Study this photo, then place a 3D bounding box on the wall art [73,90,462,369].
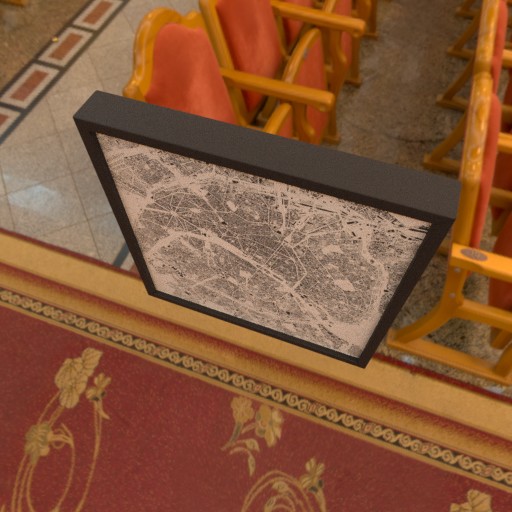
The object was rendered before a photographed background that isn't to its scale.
[{"bbox_3d":[0.000,0.000,0.467,0.305,0.305,0.037,17,58,11],"label":"wall art"}]
